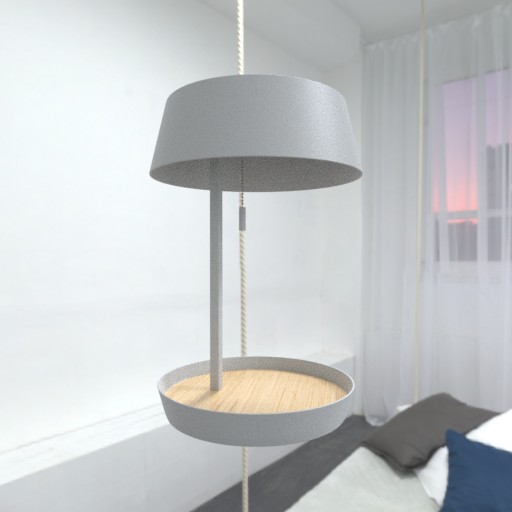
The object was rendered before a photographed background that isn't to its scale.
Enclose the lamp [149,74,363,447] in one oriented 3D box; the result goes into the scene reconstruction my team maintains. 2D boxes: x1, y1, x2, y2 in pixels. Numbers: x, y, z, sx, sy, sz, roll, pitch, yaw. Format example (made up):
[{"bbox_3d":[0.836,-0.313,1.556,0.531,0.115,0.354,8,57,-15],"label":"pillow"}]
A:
[{"bbox_3d":[0.000,0.000,0.622,0.291,0.429,0.291,0,1,0],"label":"lamp"}]
